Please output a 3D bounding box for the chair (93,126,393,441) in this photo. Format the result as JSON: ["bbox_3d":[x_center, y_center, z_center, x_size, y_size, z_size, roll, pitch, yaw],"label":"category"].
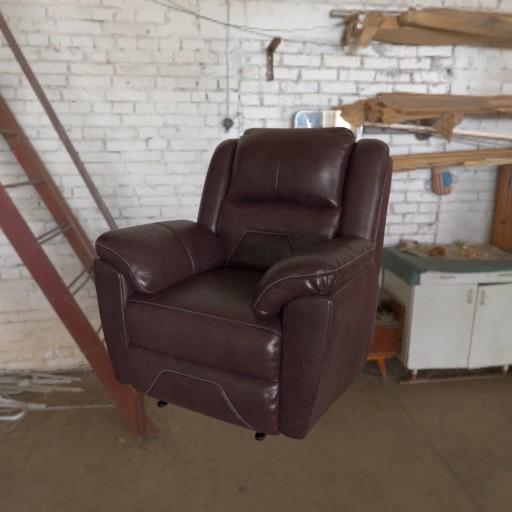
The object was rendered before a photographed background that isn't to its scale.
[{"bbox_3d":[0.000,0.000,1.927,0.990,1.093,1.041,7,17,26],"label":"chair"}]
